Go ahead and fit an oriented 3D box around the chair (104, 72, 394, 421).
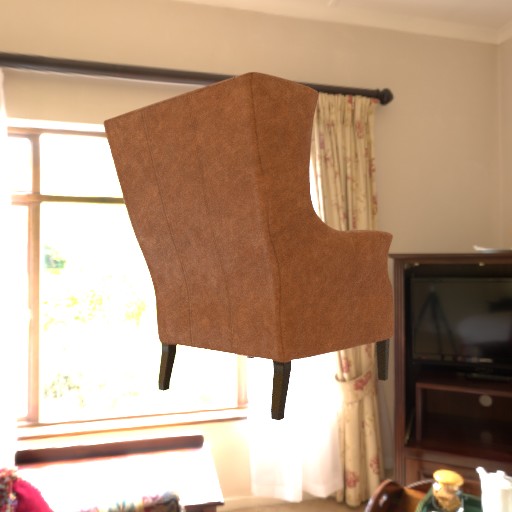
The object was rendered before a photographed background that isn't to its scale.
[{"bbox_3d":[0.000,0.000,1.721,0.853,1.016,0.926,-1,-1,37],"label":"chair"}]
